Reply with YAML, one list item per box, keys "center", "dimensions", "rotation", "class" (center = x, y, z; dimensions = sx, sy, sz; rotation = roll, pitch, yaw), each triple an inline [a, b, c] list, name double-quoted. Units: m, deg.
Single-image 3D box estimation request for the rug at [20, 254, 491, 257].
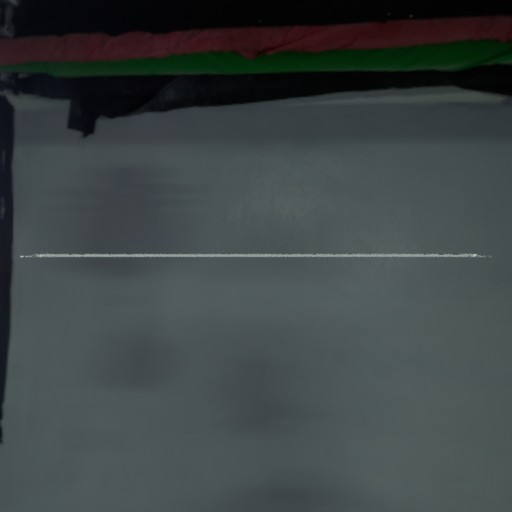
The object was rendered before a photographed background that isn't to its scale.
- center: [0.000, 0.000, 2.317]
  dimensions: [1.847, 0.014, 1.230]
  rotation: [0, 0, 1]
  class: "rug"
